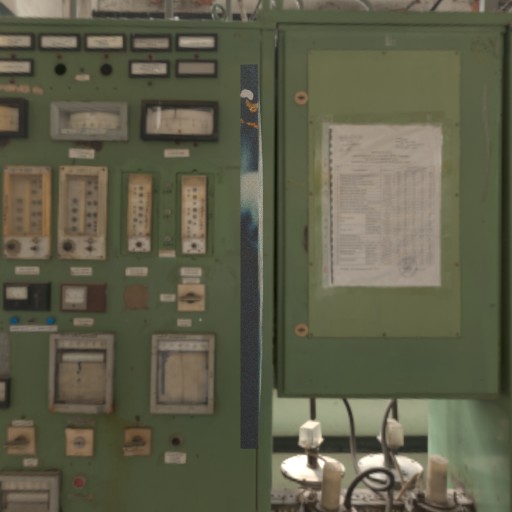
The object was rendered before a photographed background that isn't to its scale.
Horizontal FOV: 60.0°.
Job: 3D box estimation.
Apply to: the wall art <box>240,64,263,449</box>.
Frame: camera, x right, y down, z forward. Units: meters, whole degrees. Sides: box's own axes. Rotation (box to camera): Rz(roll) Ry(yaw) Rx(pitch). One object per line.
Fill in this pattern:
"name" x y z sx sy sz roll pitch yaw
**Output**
"wall art" 0.000 0.000 1.444 0.035 0.759 1.138 0 0 1
